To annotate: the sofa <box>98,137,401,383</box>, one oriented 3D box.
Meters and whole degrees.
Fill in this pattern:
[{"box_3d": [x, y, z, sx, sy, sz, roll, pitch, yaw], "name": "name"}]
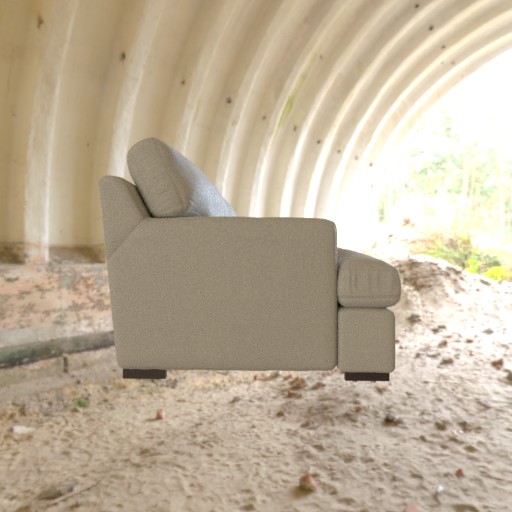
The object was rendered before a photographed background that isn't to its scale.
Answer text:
[{"box_3d": [0.000, 0.000, 2.543, 1.143, 0.940, 1.880, 0, 0, 2], "name": "sofa"}]
